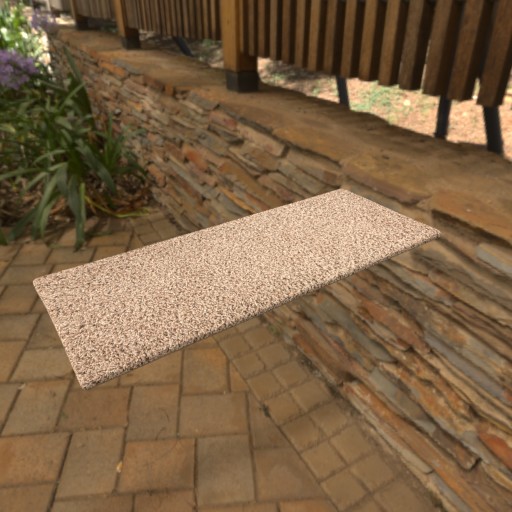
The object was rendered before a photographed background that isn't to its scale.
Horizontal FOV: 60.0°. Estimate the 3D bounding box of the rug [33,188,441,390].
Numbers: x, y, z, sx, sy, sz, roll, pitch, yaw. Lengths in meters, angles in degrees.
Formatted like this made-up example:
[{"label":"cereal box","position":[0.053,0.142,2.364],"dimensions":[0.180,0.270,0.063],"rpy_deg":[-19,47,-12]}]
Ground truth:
[{"label":"rug","position":[0.000,0.000,1.743],"dimensions":[1.524,0.030,0.609],"rpy_deg":[-19,36,-29]}]
